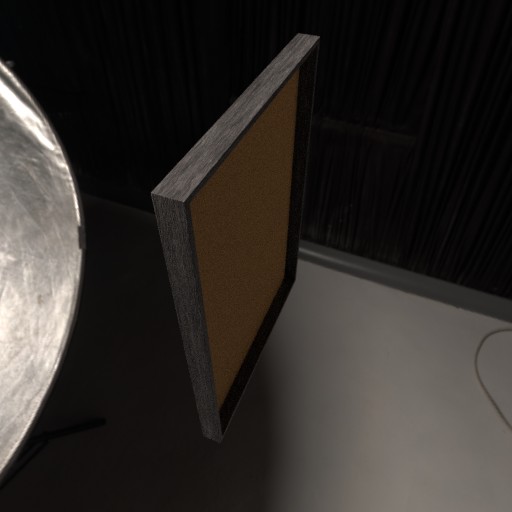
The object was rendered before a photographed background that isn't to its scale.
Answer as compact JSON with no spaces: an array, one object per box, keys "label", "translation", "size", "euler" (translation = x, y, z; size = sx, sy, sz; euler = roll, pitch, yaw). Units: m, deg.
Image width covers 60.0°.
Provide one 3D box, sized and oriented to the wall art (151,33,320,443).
[{"label":"wall art","translation":[0.000,0.000,1.338],"size":[0.063,1.016,0.762],"euler":[17,49,15]}]
